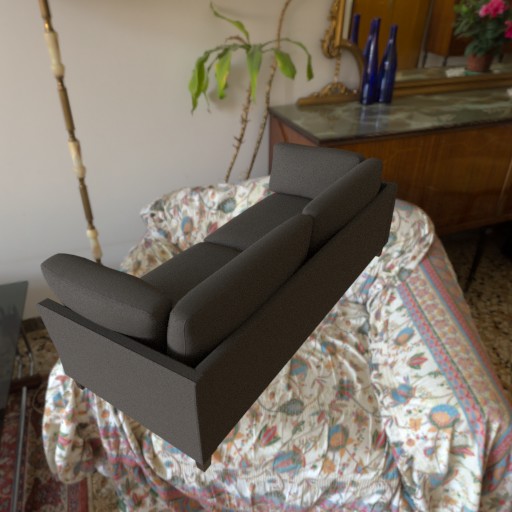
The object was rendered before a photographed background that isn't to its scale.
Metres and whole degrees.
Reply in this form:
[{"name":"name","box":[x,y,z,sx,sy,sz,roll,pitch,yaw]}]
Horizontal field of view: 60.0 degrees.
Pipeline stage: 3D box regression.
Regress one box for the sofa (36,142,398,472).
[{"name":"sofa","box":[0.000,0.000,2.723,0.969,0.792,2.312,19,37,28]}]
